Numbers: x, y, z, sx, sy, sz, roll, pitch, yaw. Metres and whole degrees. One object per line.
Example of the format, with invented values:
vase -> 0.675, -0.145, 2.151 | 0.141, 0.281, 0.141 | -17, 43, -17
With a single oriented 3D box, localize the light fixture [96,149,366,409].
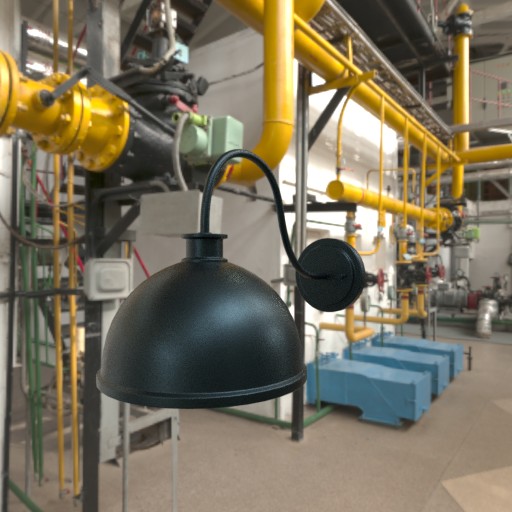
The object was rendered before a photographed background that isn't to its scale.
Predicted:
light fixture -> 0.000, 0.000, 0.635 | 0.253, 0.295, 0.467 | 0, 0, 37
